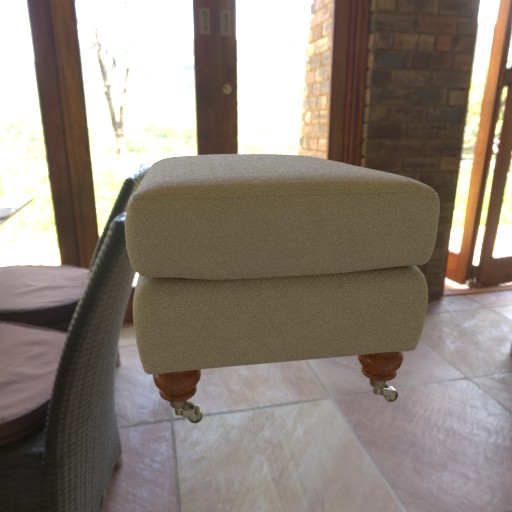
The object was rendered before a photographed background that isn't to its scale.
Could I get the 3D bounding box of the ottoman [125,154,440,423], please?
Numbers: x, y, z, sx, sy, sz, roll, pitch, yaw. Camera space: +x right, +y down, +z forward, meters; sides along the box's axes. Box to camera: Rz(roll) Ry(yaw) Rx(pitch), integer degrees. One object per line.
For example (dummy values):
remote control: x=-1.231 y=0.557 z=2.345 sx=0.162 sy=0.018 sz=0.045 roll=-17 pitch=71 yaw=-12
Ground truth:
ottoman: x=0.000 y=0.000 z=1.151 sx=0.569 sy=0.504 sz=0.773 roll=-3 pitch=16 yaw=-9
